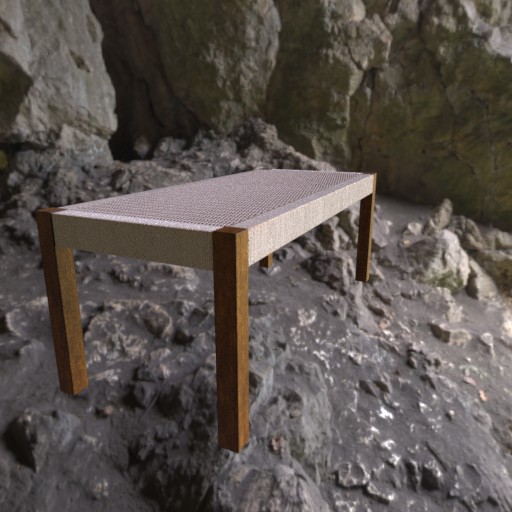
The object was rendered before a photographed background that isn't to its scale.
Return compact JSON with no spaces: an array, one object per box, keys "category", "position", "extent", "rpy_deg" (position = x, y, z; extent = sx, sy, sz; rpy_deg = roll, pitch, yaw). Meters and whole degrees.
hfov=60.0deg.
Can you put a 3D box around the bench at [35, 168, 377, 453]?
[{"category":"bench","position":[0.000,0.000,1.456],"extent":[0.507,0.457,1.198],"rpy_deg":[8,18,25]}]
